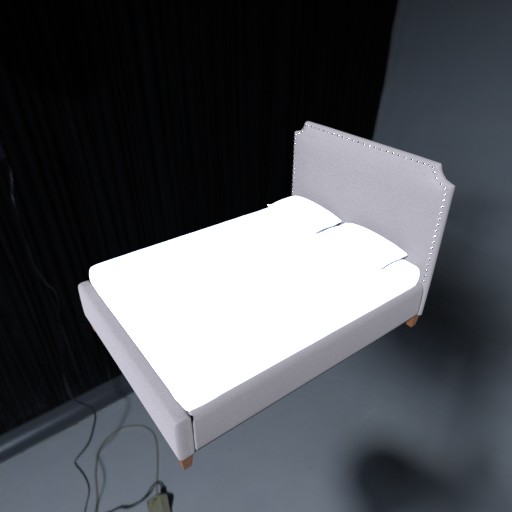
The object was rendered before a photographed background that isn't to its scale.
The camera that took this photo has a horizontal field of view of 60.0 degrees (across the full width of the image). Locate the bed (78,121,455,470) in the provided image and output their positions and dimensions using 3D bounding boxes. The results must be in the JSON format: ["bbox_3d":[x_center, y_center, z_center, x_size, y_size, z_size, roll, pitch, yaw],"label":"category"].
[{"bbox_3d":[0.000,0.000,3.480,2.372,1.443,1.713,-21,38,-30],"label":"bed"}]
